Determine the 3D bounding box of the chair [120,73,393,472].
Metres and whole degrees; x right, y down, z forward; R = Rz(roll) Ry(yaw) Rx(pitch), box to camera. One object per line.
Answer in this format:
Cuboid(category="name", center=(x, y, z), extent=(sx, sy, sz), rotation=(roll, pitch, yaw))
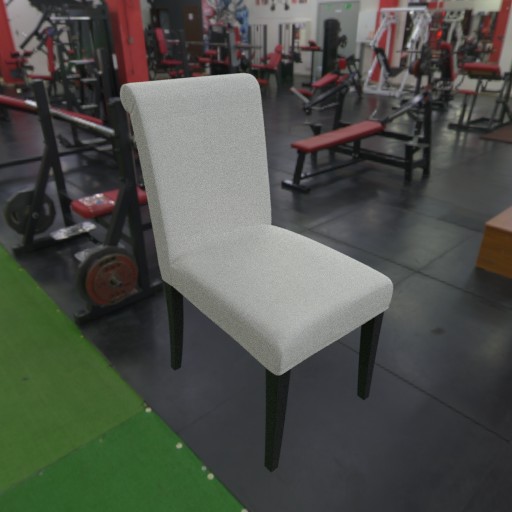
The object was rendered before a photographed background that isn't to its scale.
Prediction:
Cuboid(category="chair", center=(0.000, 0.000, 1.369), extent=(0.452, 0.976, 0.708), rotation=(-22, 35, -35))
